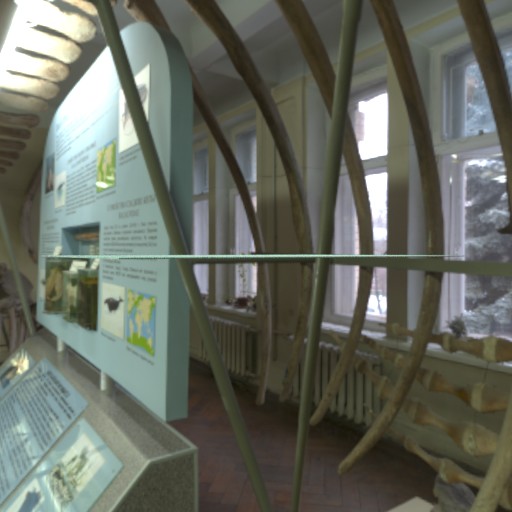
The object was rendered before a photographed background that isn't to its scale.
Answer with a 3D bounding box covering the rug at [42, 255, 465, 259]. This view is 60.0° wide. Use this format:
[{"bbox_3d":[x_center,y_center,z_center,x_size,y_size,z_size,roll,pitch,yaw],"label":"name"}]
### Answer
[{"bbox_3d":[0.000,0.000,2.877,2.286,0.006,1.522,0,0,-35],"label":"rug"}]
